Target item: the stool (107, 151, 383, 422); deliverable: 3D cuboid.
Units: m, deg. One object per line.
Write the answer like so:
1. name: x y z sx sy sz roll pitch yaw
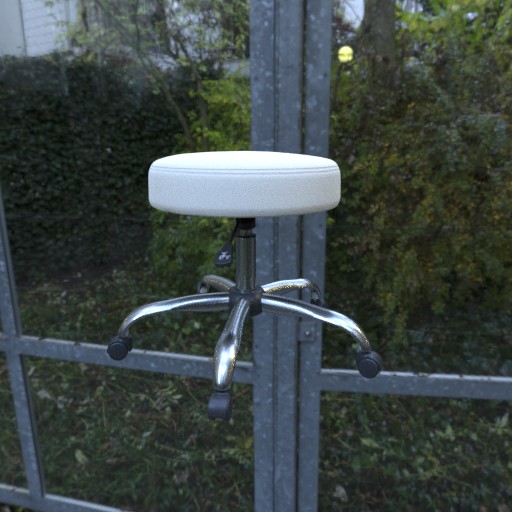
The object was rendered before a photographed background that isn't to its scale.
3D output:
1. stool: 0.000 0.000 1.048 0.614 0.482 0.634 7 16 26
